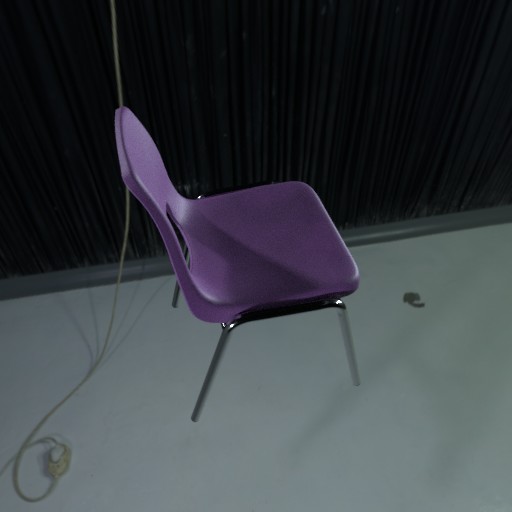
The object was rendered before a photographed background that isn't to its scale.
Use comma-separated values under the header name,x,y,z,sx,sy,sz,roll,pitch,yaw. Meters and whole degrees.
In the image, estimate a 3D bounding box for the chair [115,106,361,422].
name,x,y,z,sx,sy,sz,roll,pitch,yaw
chair,0.000,0.000,0.933,0.432,0.654,0.381,-11,48,-10
